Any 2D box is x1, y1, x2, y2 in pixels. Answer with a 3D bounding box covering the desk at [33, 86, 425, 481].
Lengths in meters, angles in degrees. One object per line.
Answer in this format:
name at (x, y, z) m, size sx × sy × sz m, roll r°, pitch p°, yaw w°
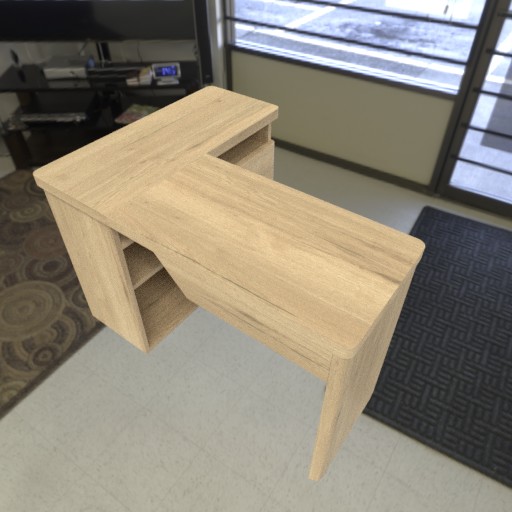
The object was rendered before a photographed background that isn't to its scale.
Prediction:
desk at (0.000, 0.000, 1.710) m, size 1.169 × 0.760 × 0.900 m, roll 27°, pitch 49°, yaw 26°
